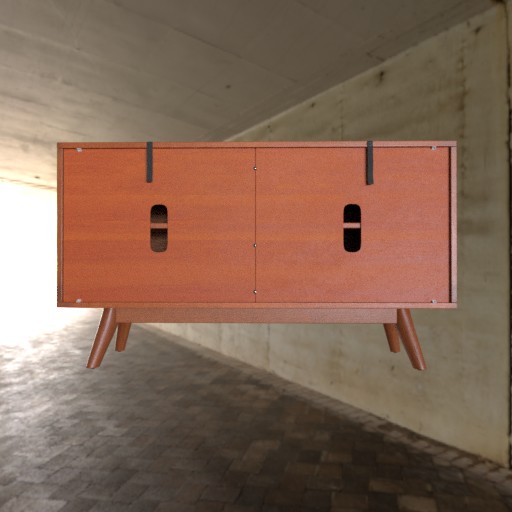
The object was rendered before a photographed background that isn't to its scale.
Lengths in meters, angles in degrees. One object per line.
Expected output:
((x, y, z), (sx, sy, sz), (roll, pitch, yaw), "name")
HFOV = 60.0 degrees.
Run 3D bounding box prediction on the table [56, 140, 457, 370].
((0.000, 0.000, 1.496), (1.220, 0.698, 0.308), (0, 0, 1), "table")
